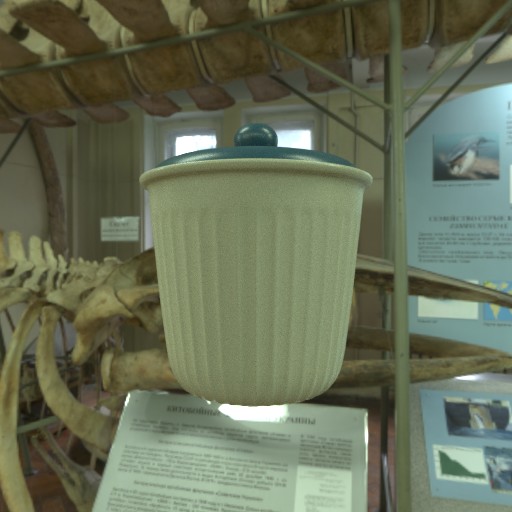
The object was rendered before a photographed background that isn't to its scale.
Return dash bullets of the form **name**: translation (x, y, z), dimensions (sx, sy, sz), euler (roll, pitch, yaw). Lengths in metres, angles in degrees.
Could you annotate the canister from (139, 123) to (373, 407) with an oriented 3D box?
- **canister**: translation (0.000, 0.000, 0.356), dimensions (0.181, 0.211, 0.181), euler (0, 0, 0)
